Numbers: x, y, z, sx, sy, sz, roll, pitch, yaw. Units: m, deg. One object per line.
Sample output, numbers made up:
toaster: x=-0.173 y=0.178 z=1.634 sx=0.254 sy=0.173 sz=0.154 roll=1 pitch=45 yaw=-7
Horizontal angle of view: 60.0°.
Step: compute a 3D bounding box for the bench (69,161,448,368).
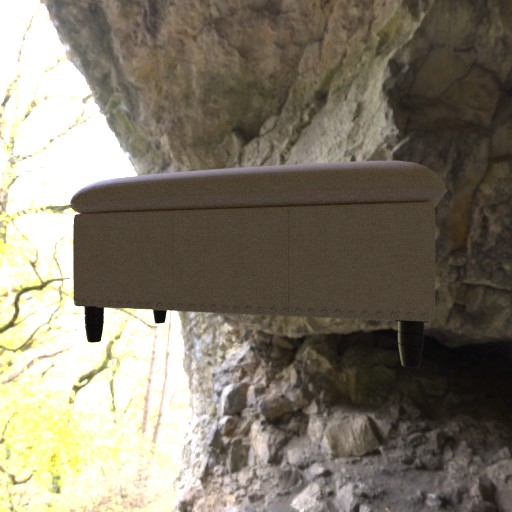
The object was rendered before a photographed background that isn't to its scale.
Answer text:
bench: x=0.000 y=0.000 z=1.281 sx=0.991 sy=0.483 sz=0.483 roll=0 pitch=0 yaw=18
